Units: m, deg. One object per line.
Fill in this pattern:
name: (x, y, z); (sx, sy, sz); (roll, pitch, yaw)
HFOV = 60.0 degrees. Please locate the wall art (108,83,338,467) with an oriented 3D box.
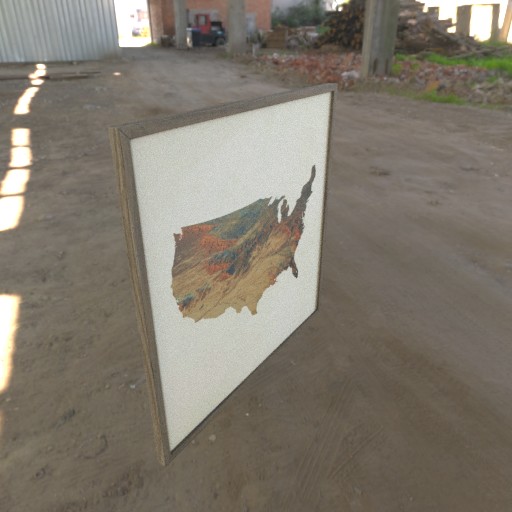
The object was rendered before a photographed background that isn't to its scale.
wall art: (0.000, 0.000, 0.751); (0.016, 0.507, 0.508); (18, 32, 30)
